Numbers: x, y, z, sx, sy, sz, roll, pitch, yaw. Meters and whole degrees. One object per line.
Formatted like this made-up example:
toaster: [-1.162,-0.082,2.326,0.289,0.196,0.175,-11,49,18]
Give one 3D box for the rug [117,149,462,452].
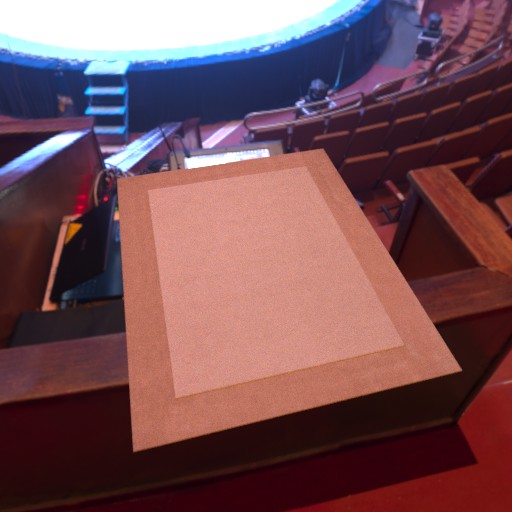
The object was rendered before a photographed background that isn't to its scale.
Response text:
rug: [0.000,0.000,4.141,2.438,0.014,3.048,-10,48,-10]
